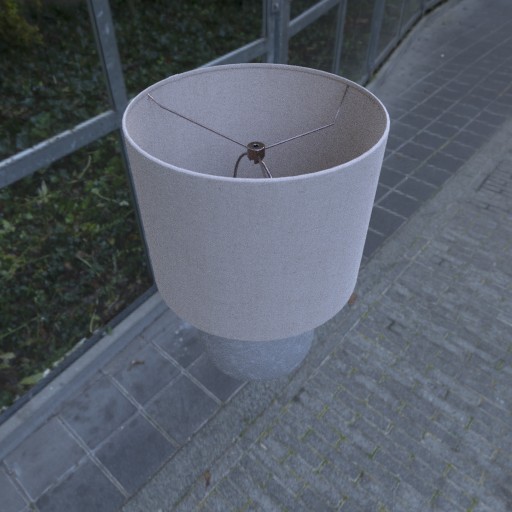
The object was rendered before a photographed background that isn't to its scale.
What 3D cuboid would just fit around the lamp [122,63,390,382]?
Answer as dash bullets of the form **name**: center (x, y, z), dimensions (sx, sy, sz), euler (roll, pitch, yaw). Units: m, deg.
- **lamp**: center (0.000, 0.000, 0.592), dimensions (0.269, 0.409, 0.269), euler (-26, 48, -25)
